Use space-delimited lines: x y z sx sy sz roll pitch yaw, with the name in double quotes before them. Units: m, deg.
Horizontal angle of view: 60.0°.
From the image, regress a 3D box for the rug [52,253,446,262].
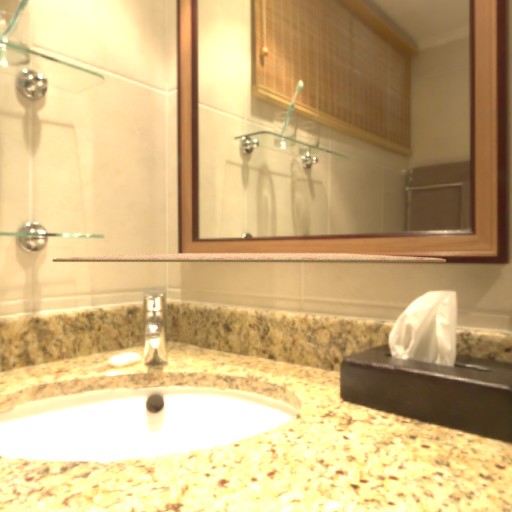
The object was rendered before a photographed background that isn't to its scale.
"rug" 0.000 0.000 3.408 1.819 0.018 2.746 0 1 2
